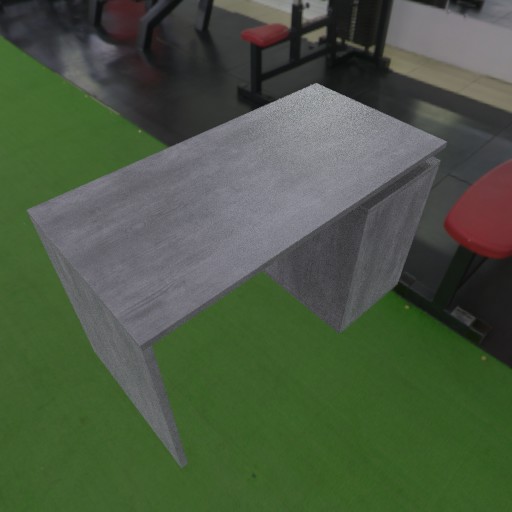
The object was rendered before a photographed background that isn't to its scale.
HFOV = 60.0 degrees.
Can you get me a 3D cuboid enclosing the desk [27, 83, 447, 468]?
[{"bbox_3d":[0.000,0.000,1.638,1.200,0.740,0.600,-33,54,-28],"label":"desk"}]
